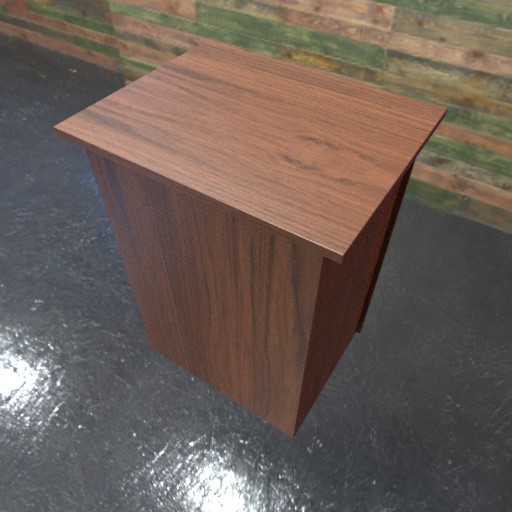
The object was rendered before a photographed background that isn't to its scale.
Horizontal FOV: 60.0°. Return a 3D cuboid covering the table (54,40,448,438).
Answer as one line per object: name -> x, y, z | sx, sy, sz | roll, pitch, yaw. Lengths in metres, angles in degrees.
table -> 0.000, 0.000, 0.919 | 0.480, 0.636, 0.381 | 26, 52, 22
